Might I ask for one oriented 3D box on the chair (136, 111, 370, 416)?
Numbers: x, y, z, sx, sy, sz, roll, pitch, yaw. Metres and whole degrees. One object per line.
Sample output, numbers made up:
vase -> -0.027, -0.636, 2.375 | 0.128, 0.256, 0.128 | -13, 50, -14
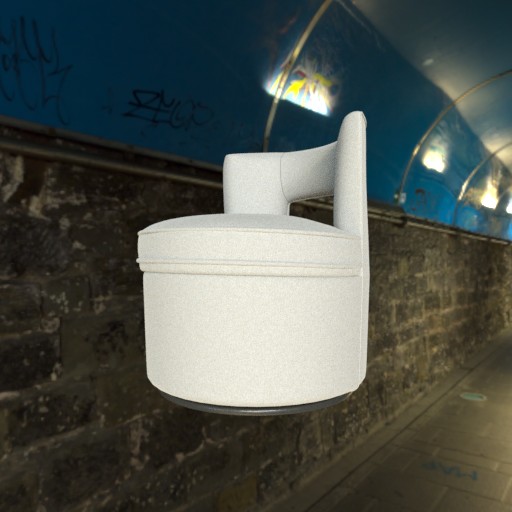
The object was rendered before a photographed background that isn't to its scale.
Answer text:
chair -> 0.000, 0.000, 1.269 | 0.665, 0.723, 0.650 | 0, 0, -37
